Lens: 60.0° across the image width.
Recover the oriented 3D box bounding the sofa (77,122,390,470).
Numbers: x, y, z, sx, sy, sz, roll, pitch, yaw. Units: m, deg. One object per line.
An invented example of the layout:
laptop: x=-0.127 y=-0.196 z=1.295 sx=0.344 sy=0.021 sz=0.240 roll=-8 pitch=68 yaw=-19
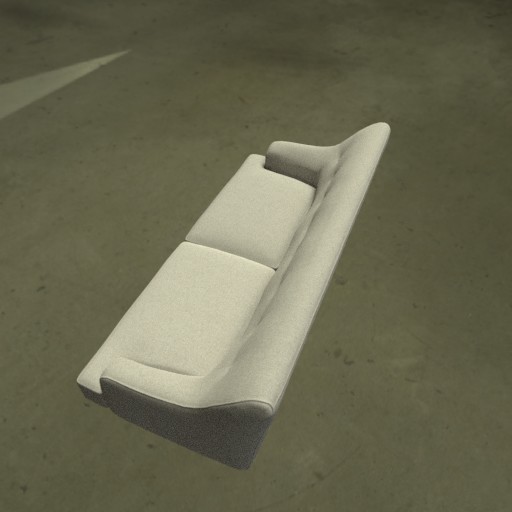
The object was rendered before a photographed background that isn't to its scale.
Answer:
sofa: x=0.000 y=0.000 z=2.512 sx=0.978 sy=0.871 sz=2.057 roll=17 pitch=49 yaw=16
